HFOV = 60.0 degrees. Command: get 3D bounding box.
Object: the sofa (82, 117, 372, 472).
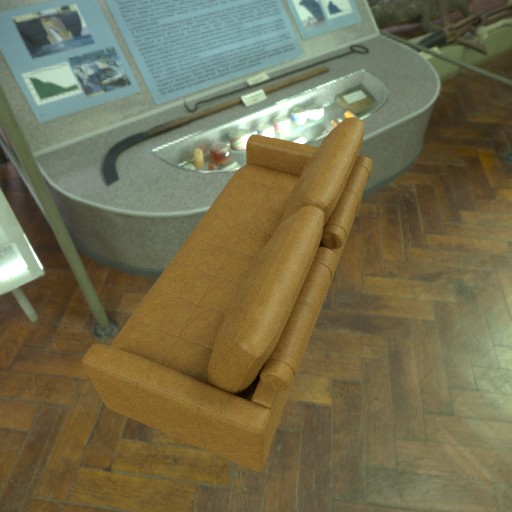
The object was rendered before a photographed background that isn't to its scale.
[{"bbox_3d":[0.000,0.000,2.303,0.850,0.898,1.821,16,49,15],"label":"sofa"}]
